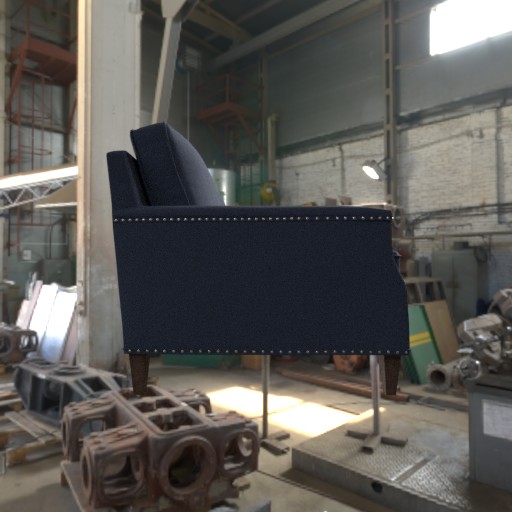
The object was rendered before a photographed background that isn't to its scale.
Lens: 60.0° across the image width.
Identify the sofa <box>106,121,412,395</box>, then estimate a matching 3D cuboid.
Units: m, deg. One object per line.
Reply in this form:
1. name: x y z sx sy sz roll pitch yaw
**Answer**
1. sofa: 0.000 0.000 2.297 1.084 1.003 1.597 0 -1 0
